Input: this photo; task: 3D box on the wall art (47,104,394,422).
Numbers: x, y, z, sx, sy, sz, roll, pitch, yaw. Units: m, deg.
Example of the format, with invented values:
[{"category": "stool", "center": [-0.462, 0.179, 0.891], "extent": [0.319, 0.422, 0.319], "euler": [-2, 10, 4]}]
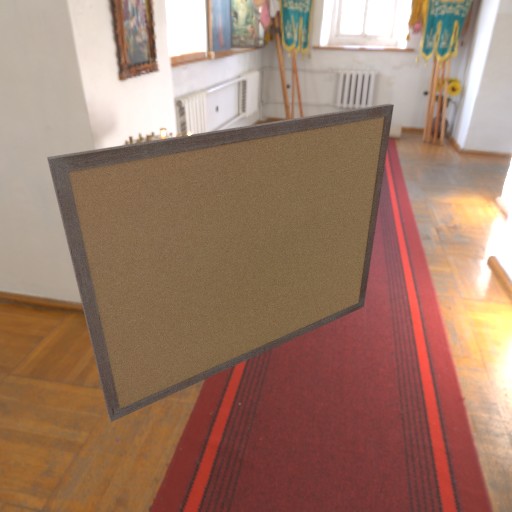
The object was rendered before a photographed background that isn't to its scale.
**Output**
[{"category": "wall art", "center": [0.000, 0.000, 1.334], "extent": [1.012, 0.774, 0.019], "euler": [-18, 34, -29]}]
